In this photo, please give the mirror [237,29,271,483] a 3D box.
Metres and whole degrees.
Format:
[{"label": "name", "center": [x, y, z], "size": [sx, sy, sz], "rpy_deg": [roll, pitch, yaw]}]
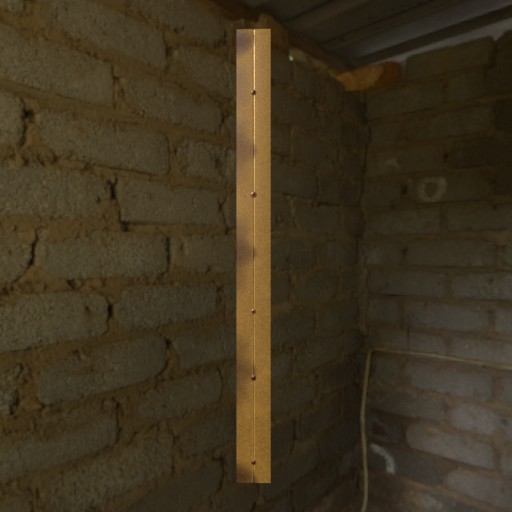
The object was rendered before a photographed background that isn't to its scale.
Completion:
[{"label": "mirror", "center": [0.000, 0.000, 0.749], "size": [0.042, 0.507, 0.509], "rpy_deg": [0, 0, 1]}]
